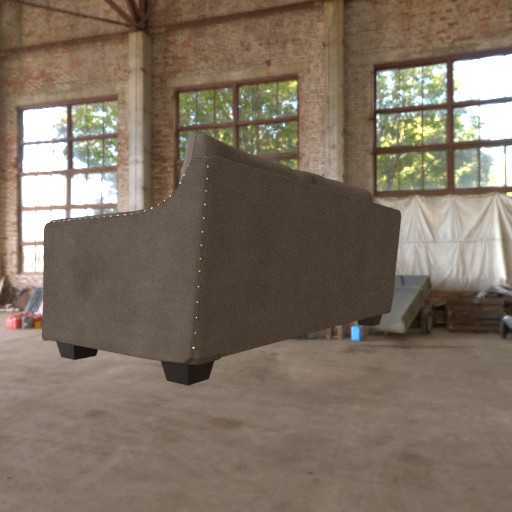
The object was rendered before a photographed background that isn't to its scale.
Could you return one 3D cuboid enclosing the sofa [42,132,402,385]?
[{"bbox_3d":[0.000,0.000,3.248,1.336,1.196,2.550,-1,-1,36],"label":"sofa"}]
